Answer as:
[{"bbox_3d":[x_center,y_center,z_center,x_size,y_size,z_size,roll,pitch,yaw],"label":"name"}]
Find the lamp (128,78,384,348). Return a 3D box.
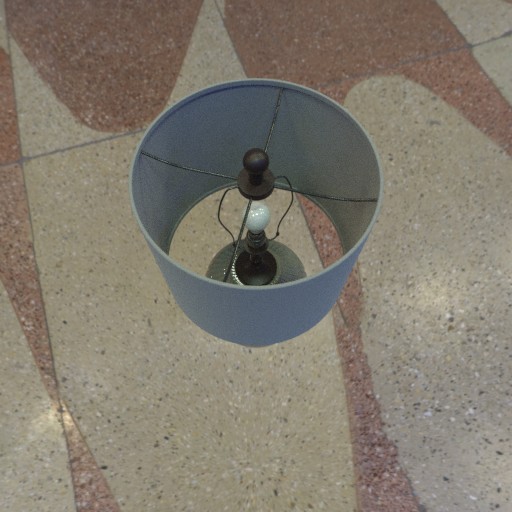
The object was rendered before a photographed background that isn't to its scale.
[{"bbox_3d":[0.000,0.000,0.779,0.318,0.567,0.318,0,65,0],"label":"lamp"}]
